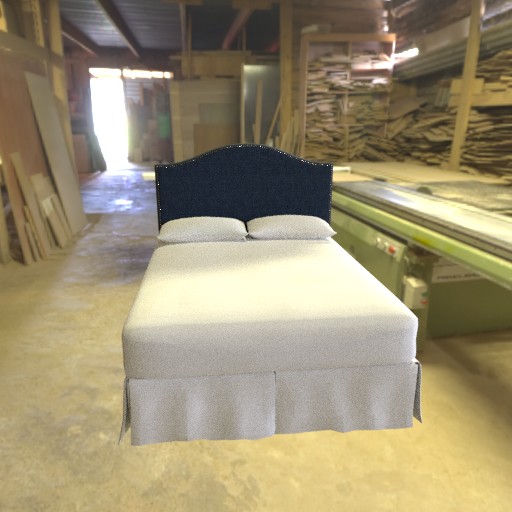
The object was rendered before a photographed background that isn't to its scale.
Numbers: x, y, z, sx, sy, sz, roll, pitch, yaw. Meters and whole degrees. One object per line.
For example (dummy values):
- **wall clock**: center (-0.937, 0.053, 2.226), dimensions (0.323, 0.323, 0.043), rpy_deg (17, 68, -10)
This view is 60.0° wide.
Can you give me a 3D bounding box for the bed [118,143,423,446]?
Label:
- **bed**: center (0.000, 0.000, 3.244), dimensions (1.713, 1.518, 2.153), rpy_deg (-2, 17, -6)
